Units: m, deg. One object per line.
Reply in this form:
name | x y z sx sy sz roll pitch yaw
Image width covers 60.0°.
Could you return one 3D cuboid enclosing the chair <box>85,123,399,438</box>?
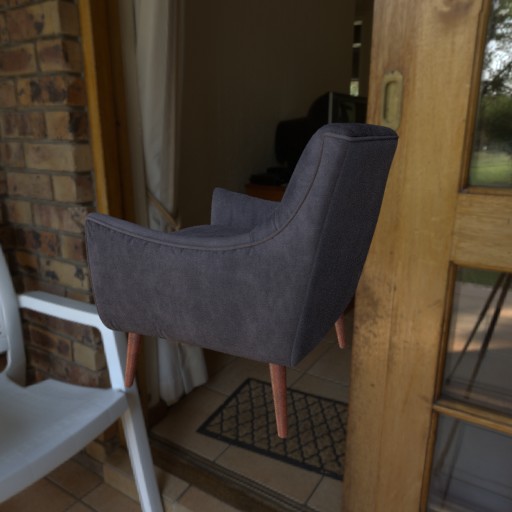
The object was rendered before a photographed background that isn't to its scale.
chair | 0.000 0.000 1.473 0.787 0.838 0.762 8 17 26
